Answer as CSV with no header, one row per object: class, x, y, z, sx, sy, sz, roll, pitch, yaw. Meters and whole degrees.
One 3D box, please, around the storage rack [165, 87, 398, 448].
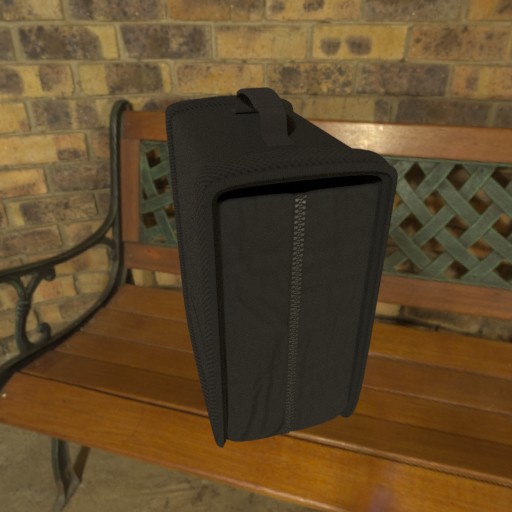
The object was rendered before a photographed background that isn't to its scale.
storage rack,0.000,0.000,0.544,0.168,0.387,0.297,-8,31,-13
